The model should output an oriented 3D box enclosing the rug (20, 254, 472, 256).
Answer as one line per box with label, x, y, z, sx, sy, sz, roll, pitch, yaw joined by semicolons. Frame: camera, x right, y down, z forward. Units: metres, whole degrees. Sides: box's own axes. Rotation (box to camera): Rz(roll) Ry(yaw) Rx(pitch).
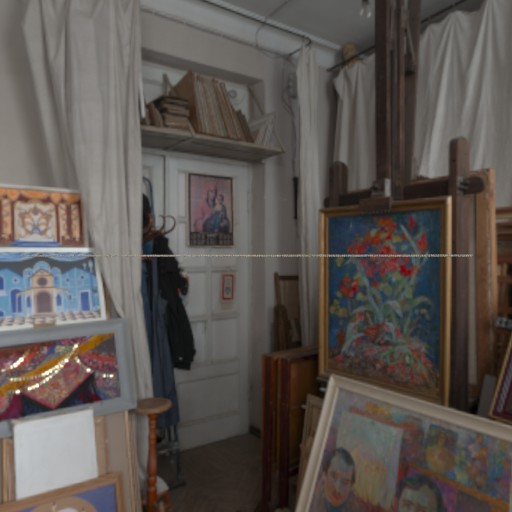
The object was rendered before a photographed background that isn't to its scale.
rug;0.000;0.000;2.174;1.752;0.006;1.142;0;0;17
